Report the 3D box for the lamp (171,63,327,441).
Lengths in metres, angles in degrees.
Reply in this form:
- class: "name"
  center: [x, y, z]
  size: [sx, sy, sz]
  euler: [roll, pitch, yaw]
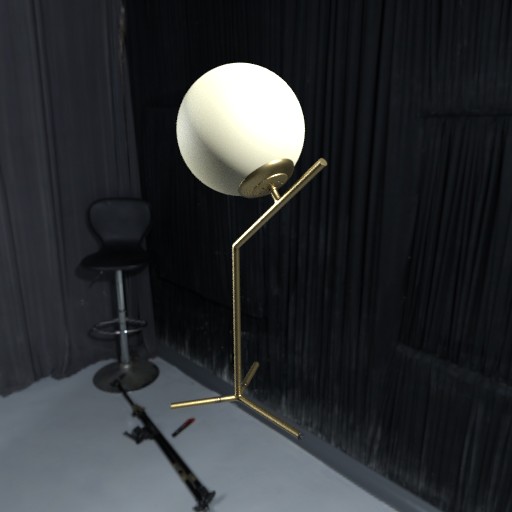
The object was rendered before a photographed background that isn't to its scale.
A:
- class: "lamp"
  center: [0.000, 0.000, 0.680]
  size: [0.210, 0.552, 0.251]
  euler: [-15, 22, -42]
